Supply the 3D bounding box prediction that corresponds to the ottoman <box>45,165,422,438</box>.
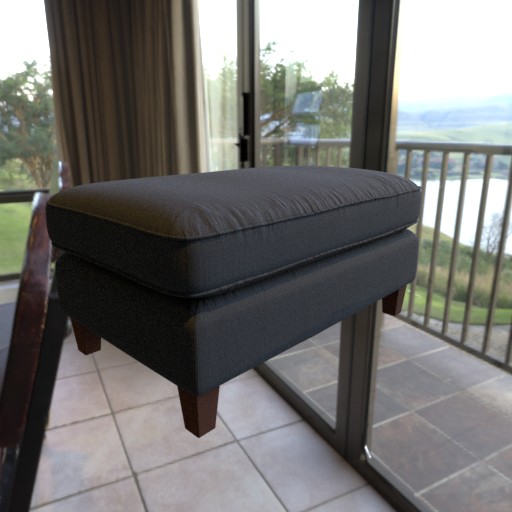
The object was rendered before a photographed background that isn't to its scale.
[{"bbox_3d":[0.000,0.000,1.191,0.570,0.438,0.885,15,22,42],"label":"ottoman"}]
